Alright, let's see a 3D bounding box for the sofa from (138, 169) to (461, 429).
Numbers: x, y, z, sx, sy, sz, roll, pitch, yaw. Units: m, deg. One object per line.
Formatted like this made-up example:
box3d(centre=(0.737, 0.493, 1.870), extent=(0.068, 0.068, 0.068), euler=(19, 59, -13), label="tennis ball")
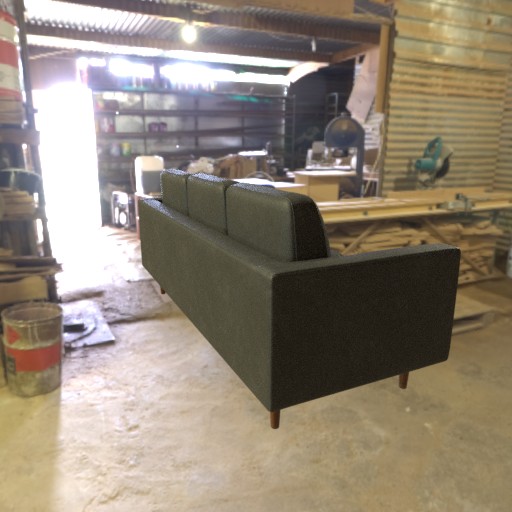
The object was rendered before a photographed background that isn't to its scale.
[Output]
box3d(centre=(0.000, 0.000, 2.485), extent=(0.879, 0.899, 2.029), euler=(-7, 16, -25), label="sofa")
